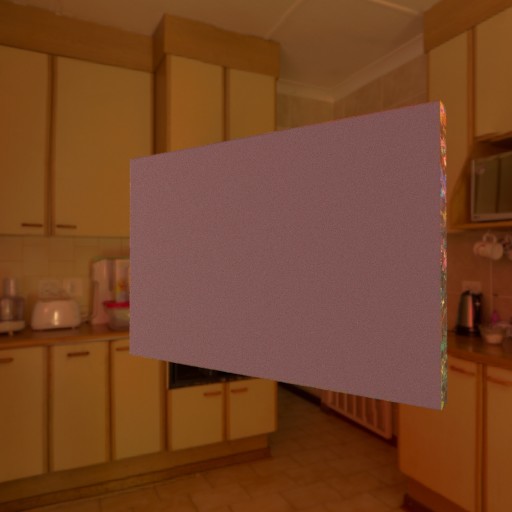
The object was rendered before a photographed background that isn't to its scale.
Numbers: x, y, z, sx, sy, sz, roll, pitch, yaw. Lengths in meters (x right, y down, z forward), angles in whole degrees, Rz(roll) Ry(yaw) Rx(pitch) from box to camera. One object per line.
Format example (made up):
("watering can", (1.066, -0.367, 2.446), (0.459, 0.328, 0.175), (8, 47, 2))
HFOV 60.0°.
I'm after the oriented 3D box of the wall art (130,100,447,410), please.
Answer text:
("wall art", (0.000, 0.000, 0.767), (0.610, 0.406, 0.037), (0, -1, 34))
